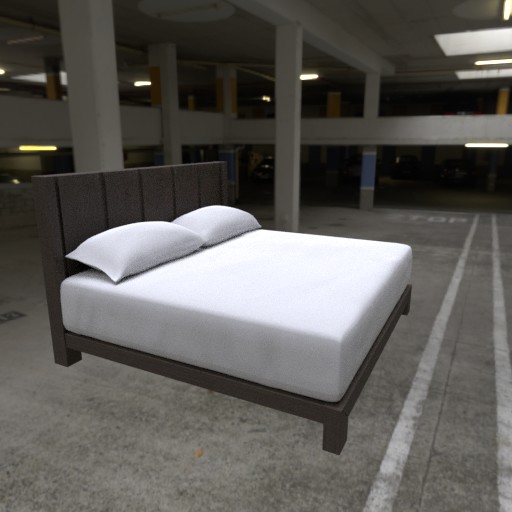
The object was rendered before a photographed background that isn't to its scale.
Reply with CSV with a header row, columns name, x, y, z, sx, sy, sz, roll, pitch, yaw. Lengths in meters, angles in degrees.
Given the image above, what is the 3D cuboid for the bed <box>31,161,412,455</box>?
name,x,y,z,sx,sy,sz,roll,pitch,yaw
bed,0.000,0.000,3.355,2.012,1.270,2.134,7,16,26
